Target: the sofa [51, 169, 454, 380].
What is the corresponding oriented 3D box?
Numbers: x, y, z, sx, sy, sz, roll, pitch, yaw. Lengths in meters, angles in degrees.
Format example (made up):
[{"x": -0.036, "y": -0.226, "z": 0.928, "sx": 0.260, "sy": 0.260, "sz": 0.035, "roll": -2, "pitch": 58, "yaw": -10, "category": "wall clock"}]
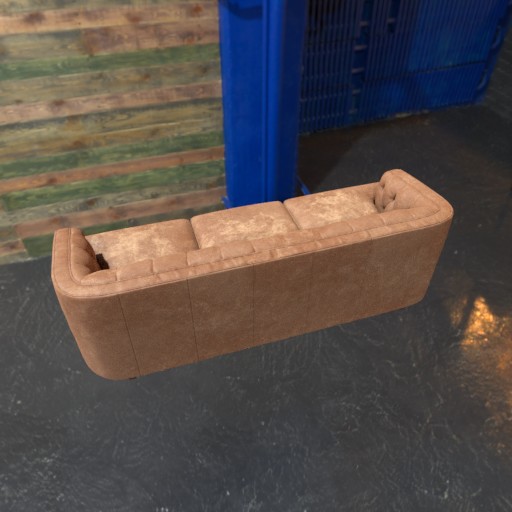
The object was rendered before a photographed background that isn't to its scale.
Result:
[{"x": 0.000, "y": 0.000, "z": 2.725, "sx": 2.257, "sy": 0.791, "sz": 0.922, "roll": -12, "pitch": 43, "yaw": -13, "category": "sofa"}]
